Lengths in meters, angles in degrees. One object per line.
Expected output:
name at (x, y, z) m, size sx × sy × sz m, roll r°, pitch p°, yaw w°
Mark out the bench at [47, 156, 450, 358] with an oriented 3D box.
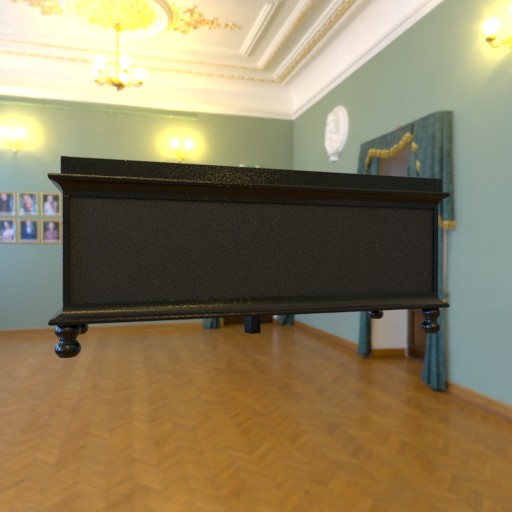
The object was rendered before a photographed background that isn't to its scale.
bench at (0.000, 0.000, 1.442) m, size 1.185 × 0.501 × 0.402 m, roll 0°, pitch 1°, yaw -18°
